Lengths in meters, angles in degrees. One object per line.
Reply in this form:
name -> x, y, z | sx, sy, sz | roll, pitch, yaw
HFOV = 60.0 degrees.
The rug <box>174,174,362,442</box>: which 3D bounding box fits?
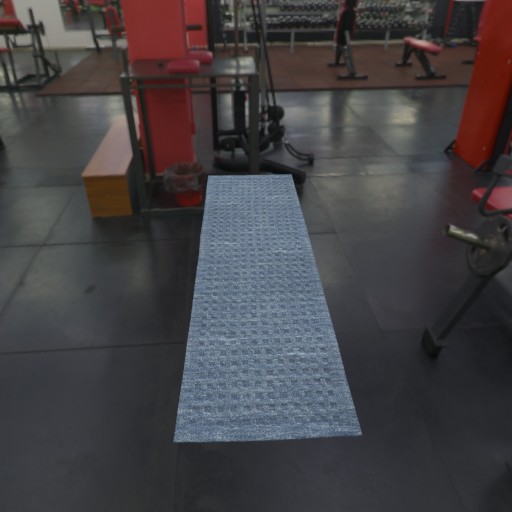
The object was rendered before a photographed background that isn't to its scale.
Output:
rug -> 0.000, 0.000, 2.623 | 0.688, 0.008, 2.443 | -1, 33, -2
